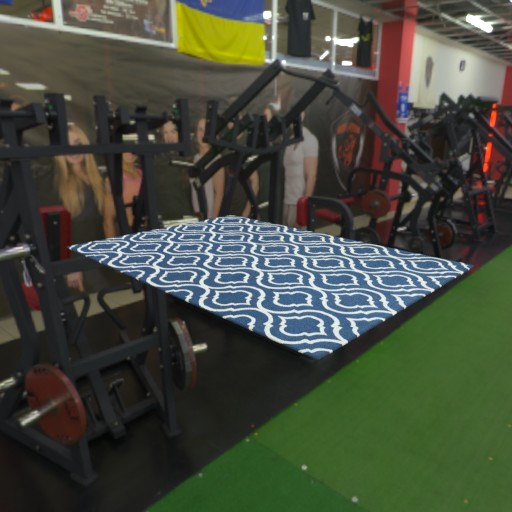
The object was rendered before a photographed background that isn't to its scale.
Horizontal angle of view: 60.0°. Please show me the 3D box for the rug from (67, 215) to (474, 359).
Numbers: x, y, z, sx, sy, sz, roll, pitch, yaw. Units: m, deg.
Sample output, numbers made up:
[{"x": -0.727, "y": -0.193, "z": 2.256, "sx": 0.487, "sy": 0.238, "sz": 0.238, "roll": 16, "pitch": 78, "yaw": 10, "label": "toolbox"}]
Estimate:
[{"x": 0.000, "y": 0.000, "z": 2.824, "sx": 2.134, "sy": 0.010, "sz": 1.524, "roll": 16, "pitch": 23, "yaw": 42, "label": "rug"}]
